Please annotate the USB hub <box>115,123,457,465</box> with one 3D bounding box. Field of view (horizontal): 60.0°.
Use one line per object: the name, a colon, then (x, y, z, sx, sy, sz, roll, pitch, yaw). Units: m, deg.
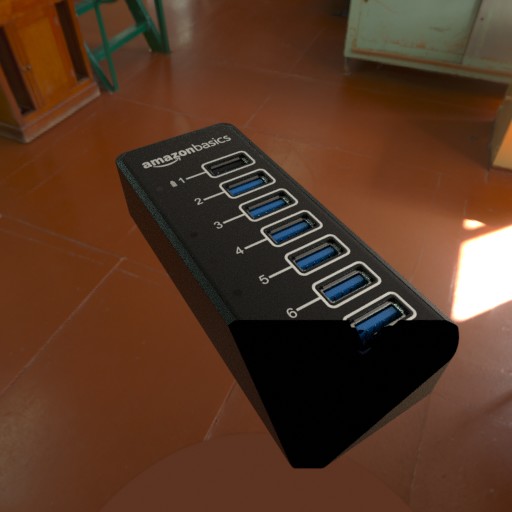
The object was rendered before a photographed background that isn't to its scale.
USB hub: (0.000, 0.000, 0.129, 0.044, 0.023, 0.110, -24, 51, -21)
